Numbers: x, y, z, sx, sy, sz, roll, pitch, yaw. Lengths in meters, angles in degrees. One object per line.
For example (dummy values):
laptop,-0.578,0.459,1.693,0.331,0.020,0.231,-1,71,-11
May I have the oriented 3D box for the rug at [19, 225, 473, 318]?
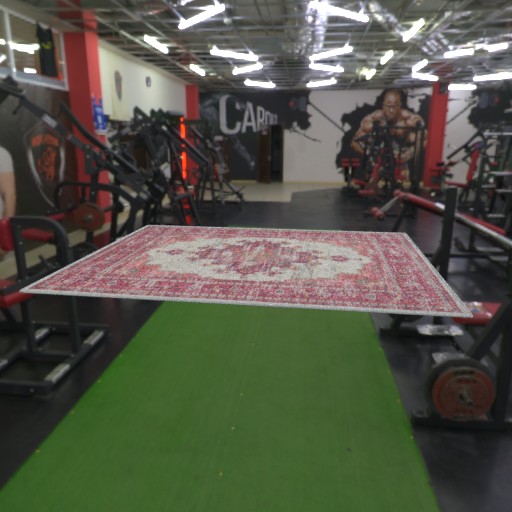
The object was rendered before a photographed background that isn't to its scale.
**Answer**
rug,0.000,0.000,4.155,3.123,0.017,2.447,2,15,8
